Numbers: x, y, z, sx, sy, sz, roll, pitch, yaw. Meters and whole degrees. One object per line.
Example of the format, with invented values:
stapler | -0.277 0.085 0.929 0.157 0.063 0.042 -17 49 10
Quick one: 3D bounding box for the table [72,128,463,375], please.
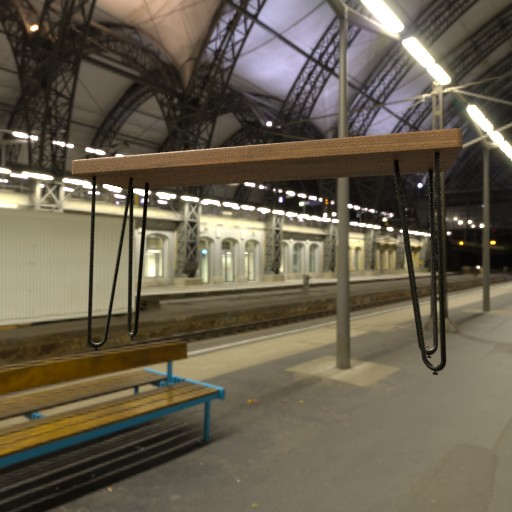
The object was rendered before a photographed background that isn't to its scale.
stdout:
table | 0.000 0.000 1.892 1.570 0.834 0.425 0 -1 17
